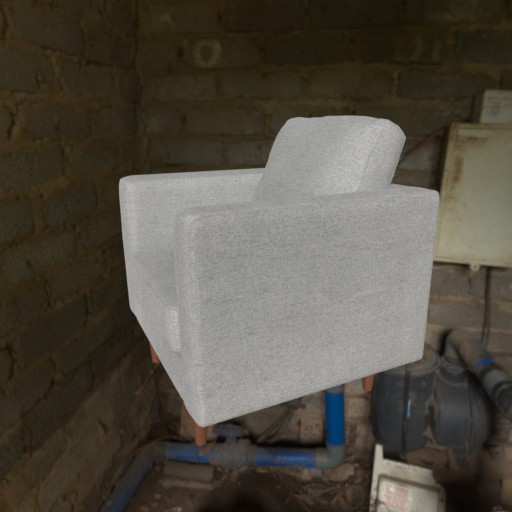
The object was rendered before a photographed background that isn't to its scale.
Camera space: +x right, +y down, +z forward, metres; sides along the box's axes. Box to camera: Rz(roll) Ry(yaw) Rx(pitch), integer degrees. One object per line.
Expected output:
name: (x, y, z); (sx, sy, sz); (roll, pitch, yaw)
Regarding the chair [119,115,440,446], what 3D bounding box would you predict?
chair: (0.000, 0.000, 1.532); (0.800, 0.927, 0.855); (-8, 18, -25)
